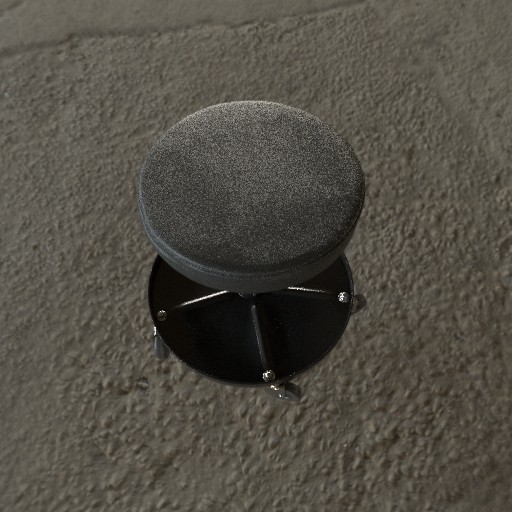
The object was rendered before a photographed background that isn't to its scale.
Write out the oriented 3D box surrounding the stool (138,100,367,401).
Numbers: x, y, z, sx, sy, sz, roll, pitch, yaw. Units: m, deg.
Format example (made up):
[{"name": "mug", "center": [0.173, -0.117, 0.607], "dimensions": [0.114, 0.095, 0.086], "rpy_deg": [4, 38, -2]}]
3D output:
[{"name": "stool", "center": [0.000, 0.000, 0.676], "dimensions": [0.382, 0.365, 0.381], "rpy_deg": [-13, 60, -8]}]
